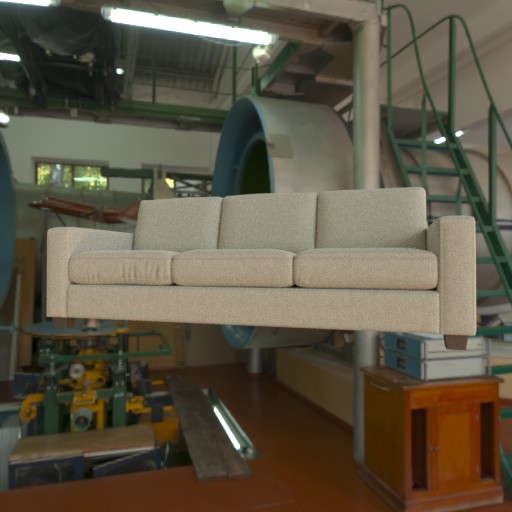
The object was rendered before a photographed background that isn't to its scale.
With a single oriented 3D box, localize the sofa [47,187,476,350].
[{"bbox_3d":[0.000,0.000,2.541,2.160,0.800,0.900,0,-1,17],"label":"sofa"}]
